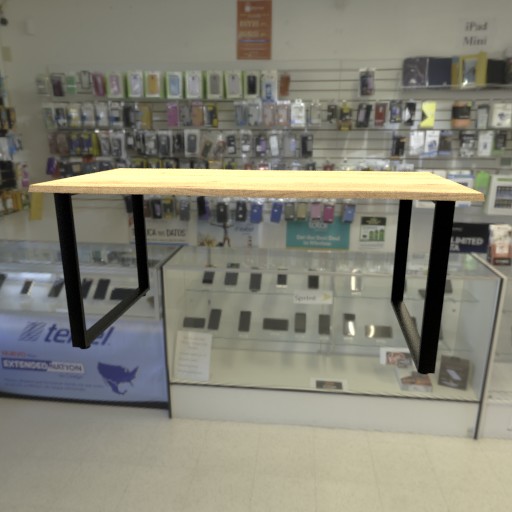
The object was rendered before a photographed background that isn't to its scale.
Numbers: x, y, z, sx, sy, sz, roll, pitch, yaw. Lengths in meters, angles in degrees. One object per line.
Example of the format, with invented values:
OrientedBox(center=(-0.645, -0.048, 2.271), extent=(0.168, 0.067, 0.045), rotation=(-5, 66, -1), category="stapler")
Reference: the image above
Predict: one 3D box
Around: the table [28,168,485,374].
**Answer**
OrientedBox(center=(0.000, 0.000, 2.235), extent=(1.800, 0.780, 0.900), rotation=(2, 16, 8), category="table")
